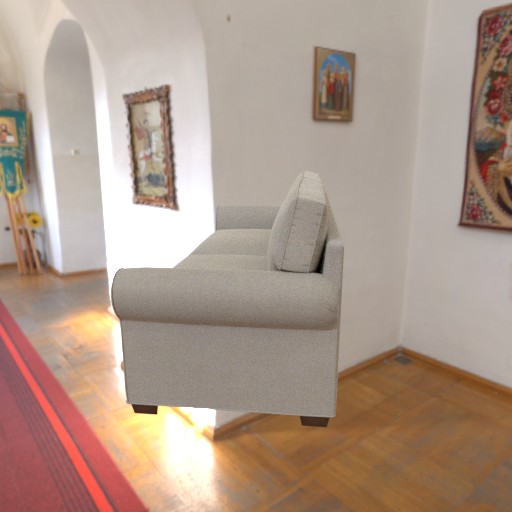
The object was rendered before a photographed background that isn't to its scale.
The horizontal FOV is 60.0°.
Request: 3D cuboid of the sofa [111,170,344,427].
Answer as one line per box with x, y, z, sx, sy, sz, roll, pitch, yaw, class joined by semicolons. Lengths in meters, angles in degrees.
0.000;0.000;2.705;0.901;0.962;2.146;2;14;7;sofa
